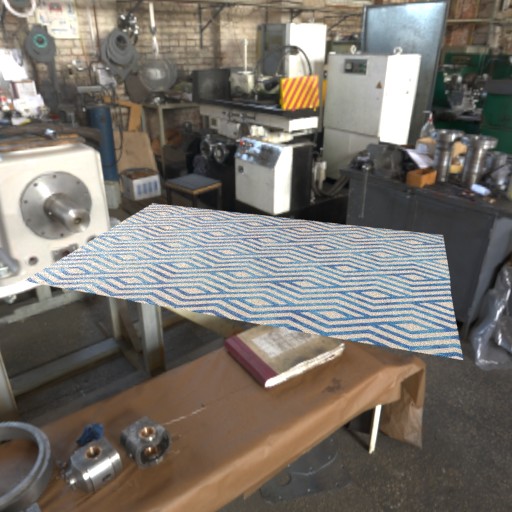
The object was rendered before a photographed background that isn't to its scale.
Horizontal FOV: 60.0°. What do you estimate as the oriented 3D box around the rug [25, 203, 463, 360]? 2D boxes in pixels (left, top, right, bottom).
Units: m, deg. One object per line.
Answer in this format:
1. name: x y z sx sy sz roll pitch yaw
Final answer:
1. rug: 0.000 0.000 2.983 2.439 0.008 1.531 8 26 16
